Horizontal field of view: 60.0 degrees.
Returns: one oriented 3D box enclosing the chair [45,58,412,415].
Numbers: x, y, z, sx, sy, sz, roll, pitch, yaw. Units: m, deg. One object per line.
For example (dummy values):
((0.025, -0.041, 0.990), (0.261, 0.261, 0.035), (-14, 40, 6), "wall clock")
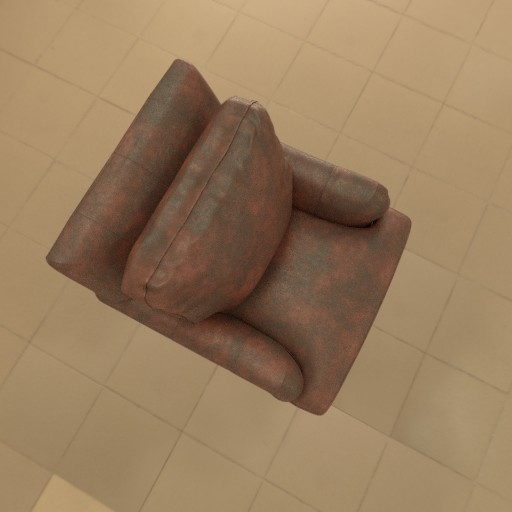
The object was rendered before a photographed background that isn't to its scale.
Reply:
((0.000, 0.000, 1.946), (1.156, 1.051, 0.987), (27, 78, 6), "chair")
